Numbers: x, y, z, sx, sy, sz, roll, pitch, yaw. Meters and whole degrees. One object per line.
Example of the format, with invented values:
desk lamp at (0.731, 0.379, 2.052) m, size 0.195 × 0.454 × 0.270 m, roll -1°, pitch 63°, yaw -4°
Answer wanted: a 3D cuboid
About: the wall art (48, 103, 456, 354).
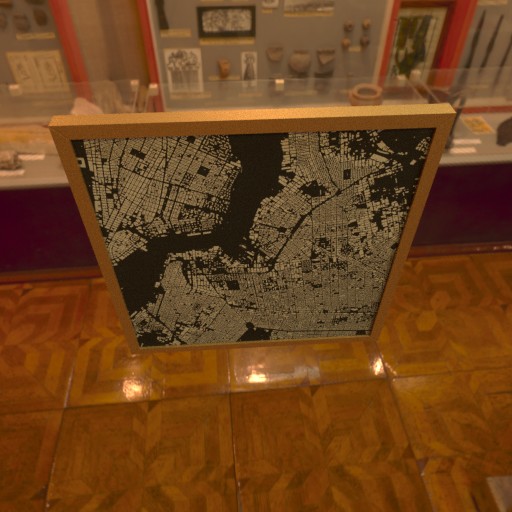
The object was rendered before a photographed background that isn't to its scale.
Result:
wall art at (0.000, 0.000, 2.806) m, size 1.926 × 1.926 × 0.099 m, roll -3°, pitch 45°, yaw -3°
